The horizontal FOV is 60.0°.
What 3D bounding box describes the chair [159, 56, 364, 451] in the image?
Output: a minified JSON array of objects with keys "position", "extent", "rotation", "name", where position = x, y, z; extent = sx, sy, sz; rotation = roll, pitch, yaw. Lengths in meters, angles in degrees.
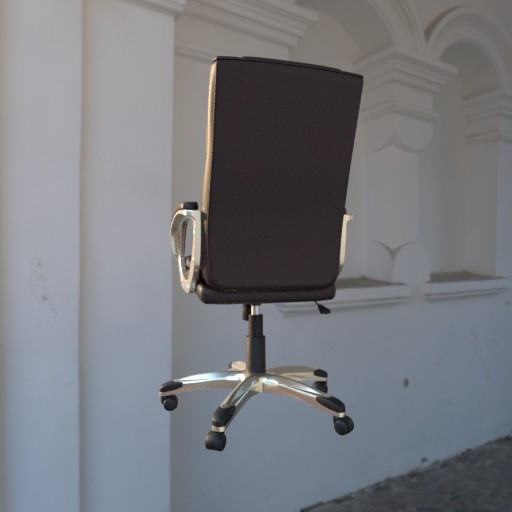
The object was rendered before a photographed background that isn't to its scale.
[{"position":[0.000,0.000,1.586],"extent":[0.662,1.107,0.739],"rotation":[0,0,-17],"name":"chair"}]
